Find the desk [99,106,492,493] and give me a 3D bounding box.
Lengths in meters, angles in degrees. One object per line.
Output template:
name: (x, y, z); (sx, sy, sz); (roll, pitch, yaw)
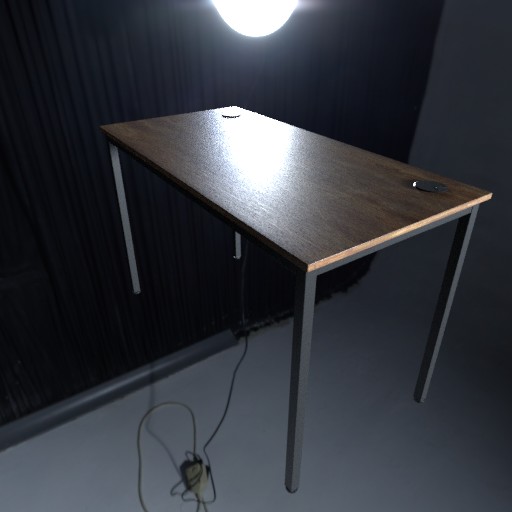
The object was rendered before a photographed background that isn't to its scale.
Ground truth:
desk: (0.000, 0.000, 1.567); (0.600, 0.749, 1.200); (-19, 36, -29)
